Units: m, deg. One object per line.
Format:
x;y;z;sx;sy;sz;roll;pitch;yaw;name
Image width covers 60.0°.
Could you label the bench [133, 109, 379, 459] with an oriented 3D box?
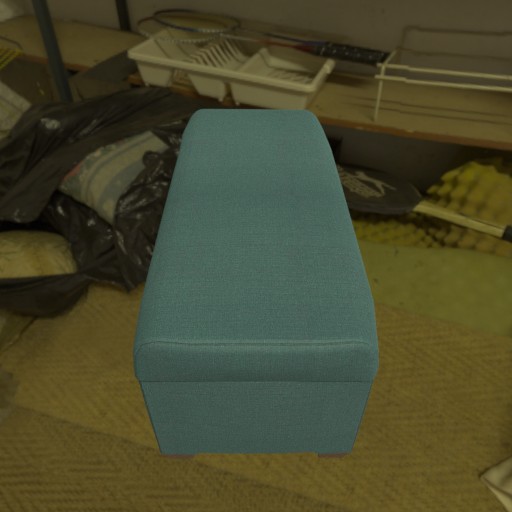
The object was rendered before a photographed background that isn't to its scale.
0.000;0.000;1.255;0.476;0.474;0.995;0;41;0;bench
